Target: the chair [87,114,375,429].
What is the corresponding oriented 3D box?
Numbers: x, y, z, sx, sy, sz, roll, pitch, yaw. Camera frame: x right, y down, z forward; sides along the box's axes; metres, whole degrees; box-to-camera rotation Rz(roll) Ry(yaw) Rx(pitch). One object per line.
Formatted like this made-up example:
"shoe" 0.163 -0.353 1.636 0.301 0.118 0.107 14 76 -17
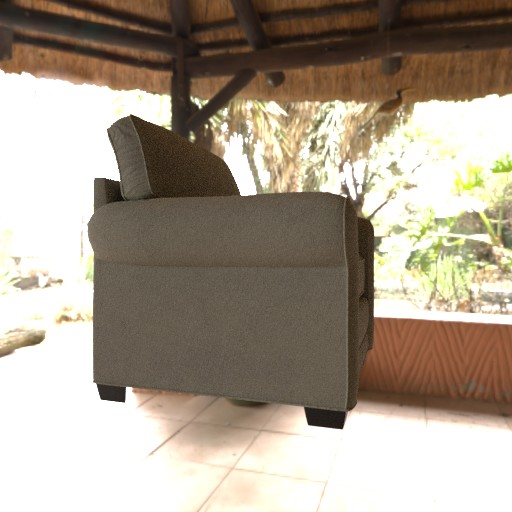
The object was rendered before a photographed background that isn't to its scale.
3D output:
"chair" 0.000 0.000 1.908 0.939 1.044 1.147 0 0 18
